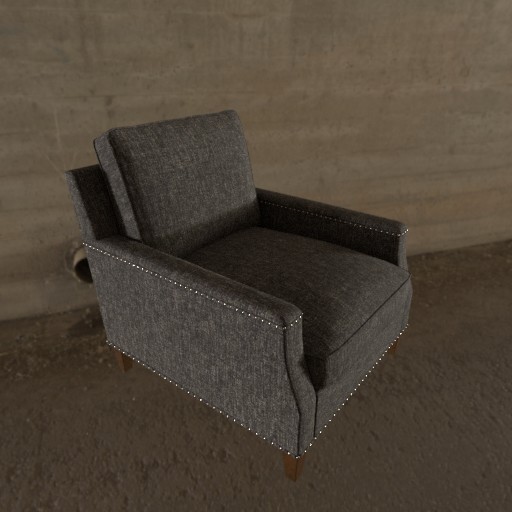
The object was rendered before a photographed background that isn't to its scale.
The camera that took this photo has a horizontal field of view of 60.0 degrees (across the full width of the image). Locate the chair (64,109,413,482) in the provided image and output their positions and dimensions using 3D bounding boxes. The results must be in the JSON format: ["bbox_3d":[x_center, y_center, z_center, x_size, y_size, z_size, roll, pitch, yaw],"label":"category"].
[{"bbox_3d":[0.000,0.000,1.669,1.014,0.943,0.853,18,31,33],"label":"chair"}]
